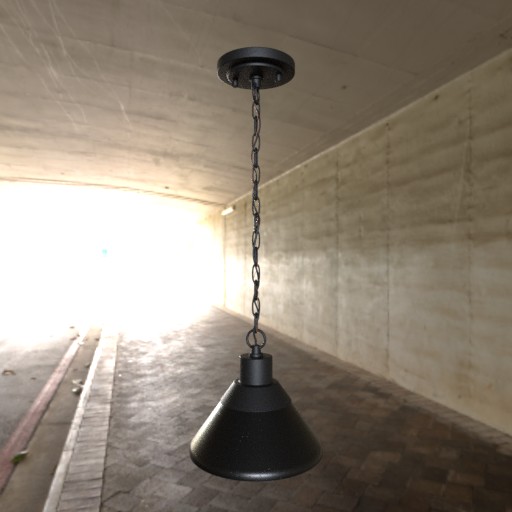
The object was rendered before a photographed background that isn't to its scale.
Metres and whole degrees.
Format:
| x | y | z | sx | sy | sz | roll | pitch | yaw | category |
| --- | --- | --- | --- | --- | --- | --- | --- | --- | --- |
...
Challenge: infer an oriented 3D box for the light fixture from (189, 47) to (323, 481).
| x | y | z | sx | sy | sz | roll | pitch | yaw | category |
| --- | --- | --- | --- | --- | --- | --- | --- | --- | --- |
| 0.000 | 0.000 | 0.680 | 0.201 | 0.588 | 0.201 | 0 | -1 | 16 | light fixture |
